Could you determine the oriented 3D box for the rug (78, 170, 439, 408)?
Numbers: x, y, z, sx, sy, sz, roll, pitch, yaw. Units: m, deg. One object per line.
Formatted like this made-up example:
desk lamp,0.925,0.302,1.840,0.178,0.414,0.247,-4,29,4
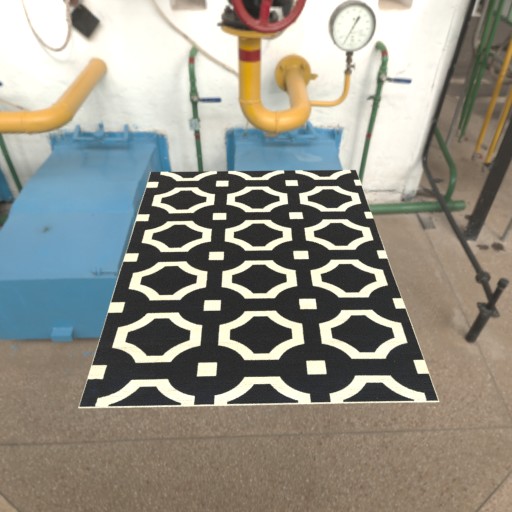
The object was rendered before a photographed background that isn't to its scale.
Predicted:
rug,0.000,0.000,4.155,2.466,0.021,3.049,-1,42,-1
